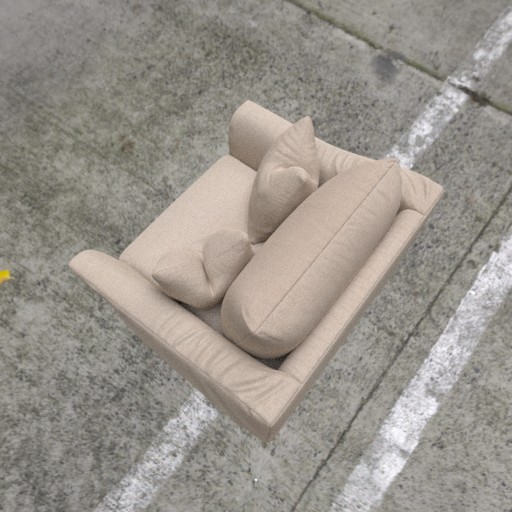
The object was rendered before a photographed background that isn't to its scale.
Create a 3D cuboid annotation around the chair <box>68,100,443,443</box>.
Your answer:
[{"bbox_3d":[0.000,0.000,2.044,1.071,1.093,1.194,35,68,16],"label":"chair"}]
